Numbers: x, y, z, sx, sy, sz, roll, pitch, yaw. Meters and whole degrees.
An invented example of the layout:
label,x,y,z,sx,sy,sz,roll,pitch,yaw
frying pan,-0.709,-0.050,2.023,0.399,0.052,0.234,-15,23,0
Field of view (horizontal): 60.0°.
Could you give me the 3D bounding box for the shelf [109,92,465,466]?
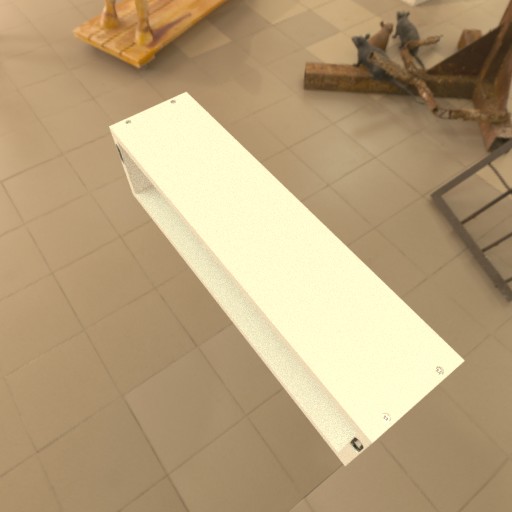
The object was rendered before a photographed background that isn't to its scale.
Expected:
label,x,y,z,sx,sy,sz,roll,pitch,yaw
shelf,0.000,0.000,0.694,0.150,0.170,0.610,-32,63,-19
